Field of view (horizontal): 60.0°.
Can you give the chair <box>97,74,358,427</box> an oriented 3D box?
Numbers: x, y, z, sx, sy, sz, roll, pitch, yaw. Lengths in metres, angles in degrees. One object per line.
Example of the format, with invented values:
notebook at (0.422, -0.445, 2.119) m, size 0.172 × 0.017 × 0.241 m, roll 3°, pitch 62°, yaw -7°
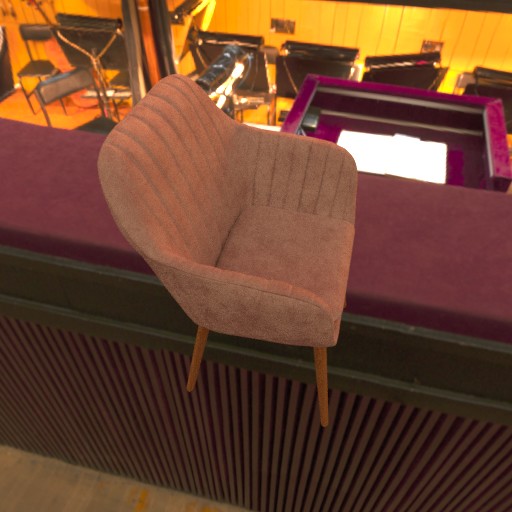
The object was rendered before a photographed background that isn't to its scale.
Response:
chair at (0.000, 0.000, 1.239) m, size 0.570 × 0.832 × 0.610 m, roll 10°, pitch 46°, yaw 10°
